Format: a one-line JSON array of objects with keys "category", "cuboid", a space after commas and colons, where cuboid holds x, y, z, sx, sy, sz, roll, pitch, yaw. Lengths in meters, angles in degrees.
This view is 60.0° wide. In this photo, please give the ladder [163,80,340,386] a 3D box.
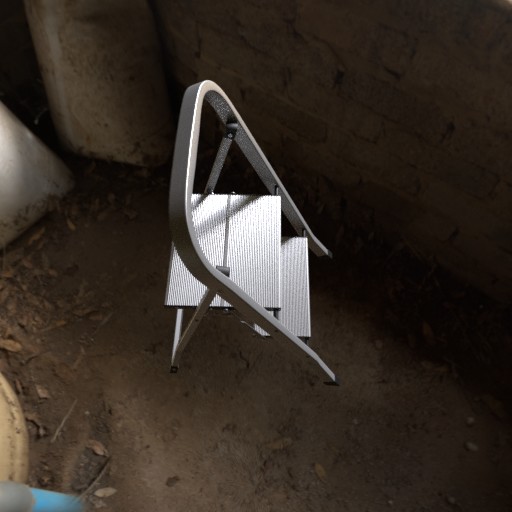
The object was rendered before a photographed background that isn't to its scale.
[{"category": "ladder", "cuboid": [0.000, 0.000, 1.109, 0.530, 0.830, 0.465, 1, 63, 1]}]
